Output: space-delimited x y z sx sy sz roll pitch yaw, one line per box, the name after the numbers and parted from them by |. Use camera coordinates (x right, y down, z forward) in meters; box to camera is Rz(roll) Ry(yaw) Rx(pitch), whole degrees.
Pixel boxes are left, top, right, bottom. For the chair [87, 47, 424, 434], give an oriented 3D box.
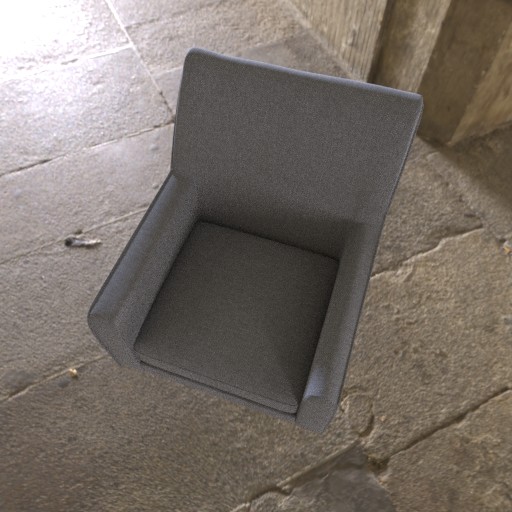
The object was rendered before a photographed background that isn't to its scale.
0.000 0.000 1.545 0.780 0.919 0.899 16 60 10 | chair
